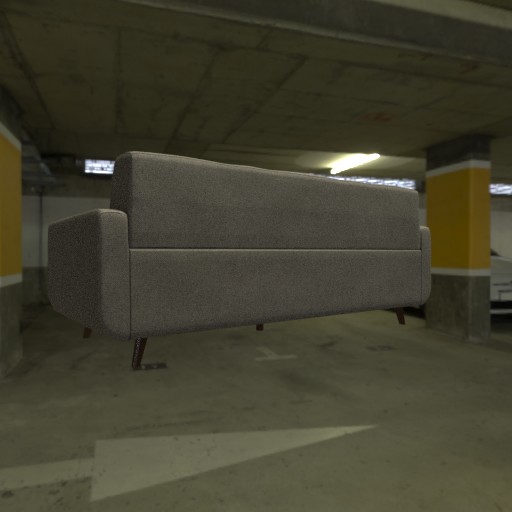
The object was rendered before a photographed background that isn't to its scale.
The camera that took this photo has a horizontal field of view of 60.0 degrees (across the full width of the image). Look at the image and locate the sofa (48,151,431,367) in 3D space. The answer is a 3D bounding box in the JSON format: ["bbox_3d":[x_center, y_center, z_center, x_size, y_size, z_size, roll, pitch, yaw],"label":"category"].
[{"bbox_3d":[0.000,0.000,2.510,2.029,0.841,0.909,0,1,-36],"label":"sofa"}]
